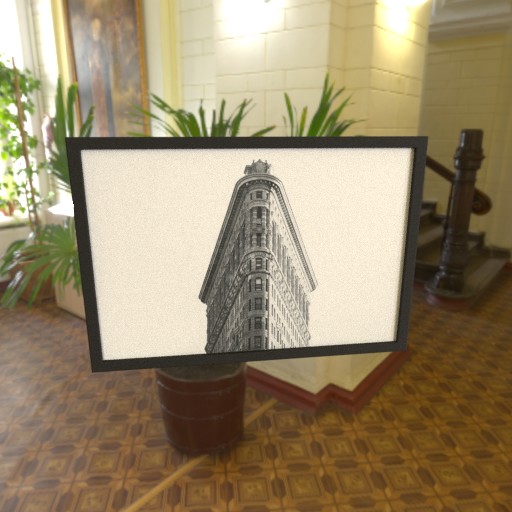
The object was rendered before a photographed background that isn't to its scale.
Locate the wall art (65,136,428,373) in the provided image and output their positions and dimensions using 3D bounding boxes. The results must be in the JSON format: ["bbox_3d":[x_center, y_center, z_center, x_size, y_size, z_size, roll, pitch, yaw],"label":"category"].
[{"bbox_3d":[0.000,0.000,1.268,0.964,0.659,0.049,-2,16,-6],"label":"wall art"}]
